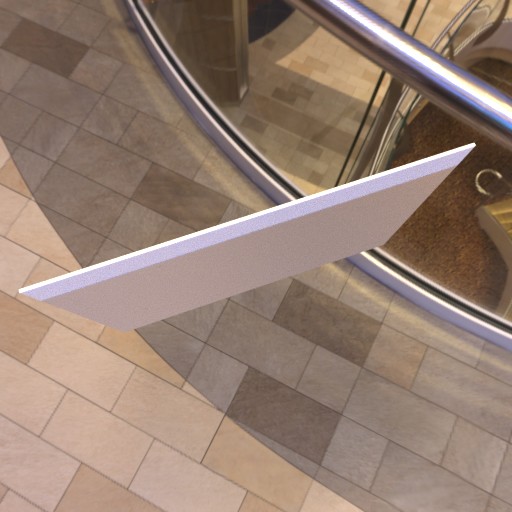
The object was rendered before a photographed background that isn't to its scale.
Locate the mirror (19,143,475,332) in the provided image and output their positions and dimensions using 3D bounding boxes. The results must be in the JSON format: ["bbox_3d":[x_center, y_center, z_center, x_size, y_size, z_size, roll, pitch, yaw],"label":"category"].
[{"bbox_3d":[0.000,0.000,1.106,0.870,0.630,0.030,-18,75,-5],"label":"mirror"}]
